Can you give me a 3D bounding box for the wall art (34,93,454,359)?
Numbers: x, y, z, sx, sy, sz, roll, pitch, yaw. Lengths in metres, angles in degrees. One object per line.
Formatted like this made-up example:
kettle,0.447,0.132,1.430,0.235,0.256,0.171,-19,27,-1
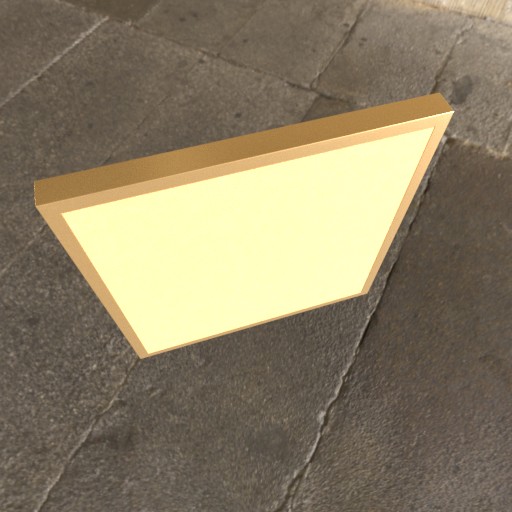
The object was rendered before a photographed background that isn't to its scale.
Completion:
wall art,0.000,0.000,0.445,0.305,0.305,0.023,-15,60,-9
